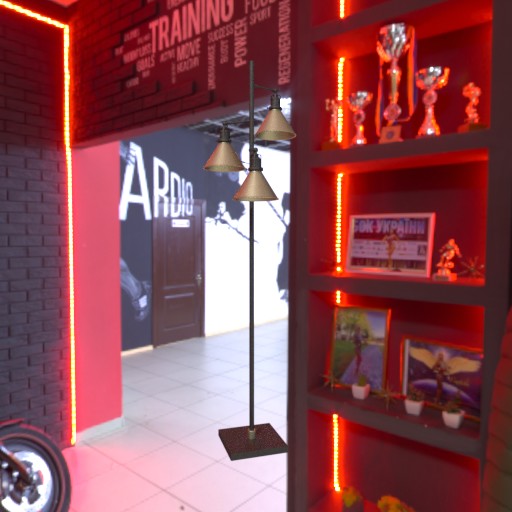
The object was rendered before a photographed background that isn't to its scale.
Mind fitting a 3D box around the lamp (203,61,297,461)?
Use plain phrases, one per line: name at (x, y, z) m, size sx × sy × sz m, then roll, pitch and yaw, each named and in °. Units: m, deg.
lamp at (0.000, 0.000, 1.969) m, size 0.428 × 1.716 × 0.415 m, roll -1°, pitch 2°, yaw -17°
